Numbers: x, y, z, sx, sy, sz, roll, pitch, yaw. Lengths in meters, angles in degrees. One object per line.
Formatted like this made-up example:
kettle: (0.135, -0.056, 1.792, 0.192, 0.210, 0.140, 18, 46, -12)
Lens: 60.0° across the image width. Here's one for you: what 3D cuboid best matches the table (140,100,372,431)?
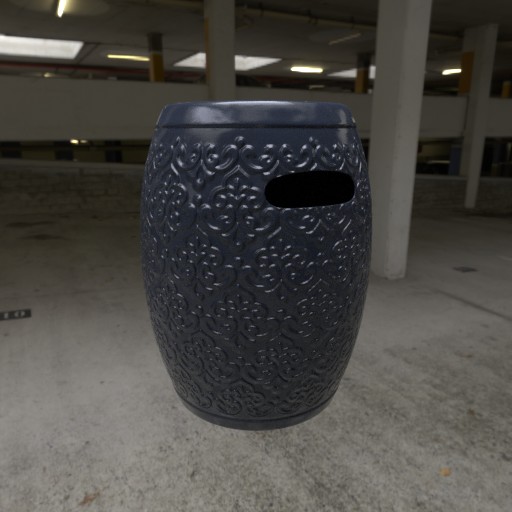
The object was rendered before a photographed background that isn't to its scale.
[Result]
table: (0.000, 0.000, 0.616, 0.309, 0.397, 0.309, 0, 16, 0)
